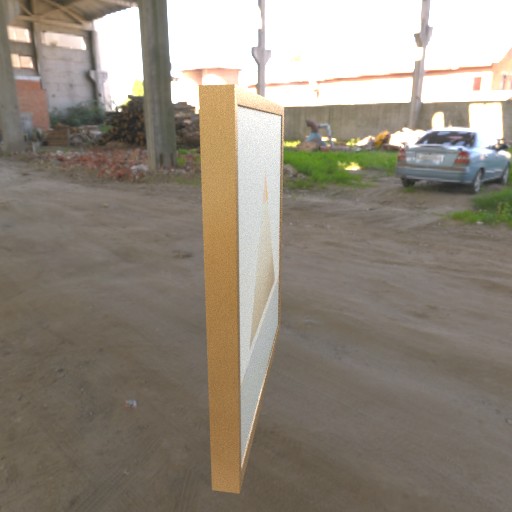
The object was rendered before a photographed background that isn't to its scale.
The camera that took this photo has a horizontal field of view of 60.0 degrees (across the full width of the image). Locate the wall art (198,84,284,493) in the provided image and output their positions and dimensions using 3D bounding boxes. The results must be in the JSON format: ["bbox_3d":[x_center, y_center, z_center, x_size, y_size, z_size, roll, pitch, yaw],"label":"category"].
[{"bbox_3d":[0.000,0.000,0.765,0.038,0.511,0.513,3,16,9],"label":"wall art"}]
